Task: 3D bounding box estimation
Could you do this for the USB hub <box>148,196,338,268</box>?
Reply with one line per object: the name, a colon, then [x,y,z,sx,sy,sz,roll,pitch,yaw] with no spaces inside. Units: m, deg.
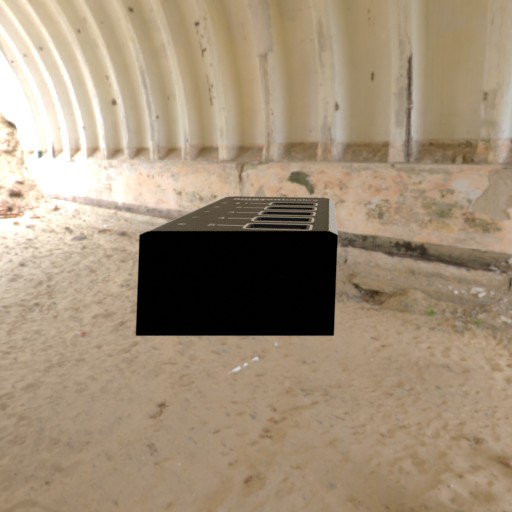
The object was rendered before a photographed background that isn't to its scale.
USB hub: [0.000,0.000,0.126,0.044,0.023,0.110,2,13,9]
